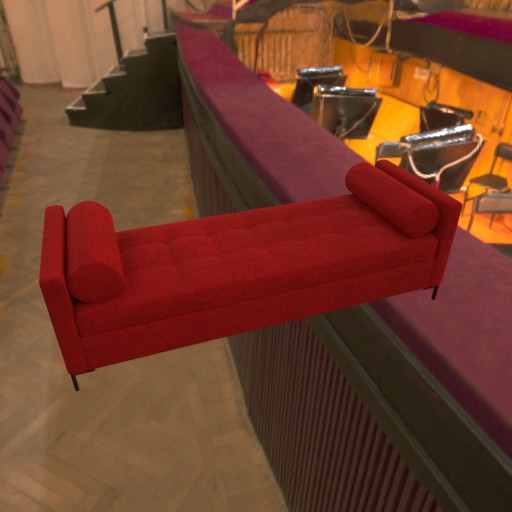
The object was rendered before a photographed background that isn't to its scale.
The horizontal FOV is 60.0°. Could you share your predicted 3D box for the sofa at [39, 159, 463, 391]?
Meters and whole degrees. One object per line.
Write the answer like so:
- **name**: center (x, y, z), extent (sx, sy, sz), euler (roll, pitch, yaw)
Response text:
- **sofa**: center (0.000, 0.000, 2.369), extent (1.981, 0.635, 0.686), euler (-11, 34, -17)
